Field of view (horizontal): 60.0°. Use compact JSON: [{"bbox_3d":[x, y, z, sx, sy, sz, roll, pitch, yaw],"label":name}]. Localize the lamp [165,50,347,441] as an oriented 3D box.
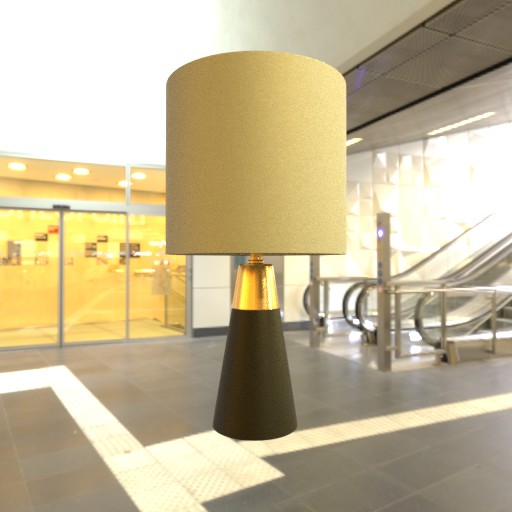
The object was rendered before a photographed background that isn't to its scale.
[{"bbox_3d":[0.000,0.000,0.768,0.308,0.580,0.308,-1,-1,37],"label":"lamp"}]
